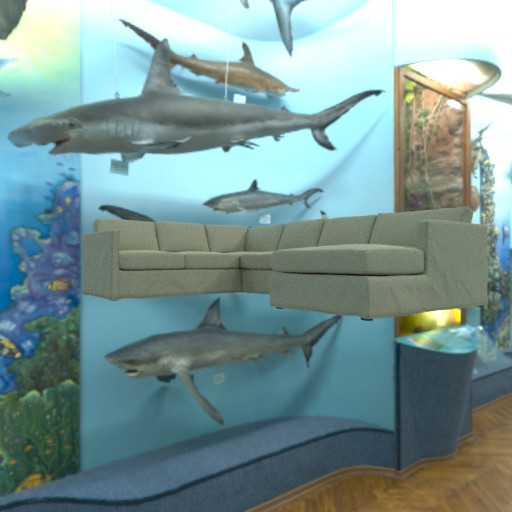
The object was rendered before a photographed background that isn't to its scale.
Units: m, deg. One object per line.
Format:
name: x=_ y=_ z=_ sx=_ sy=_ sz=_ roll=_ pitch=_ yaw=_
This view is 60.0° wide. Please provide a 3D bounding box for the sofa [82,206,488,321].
sofa: x=0.000 y=0.000 z=4.423 sx=2.427 sy=0.882 sz=3.460 roll=0 pitch=-1 yaw=-37
